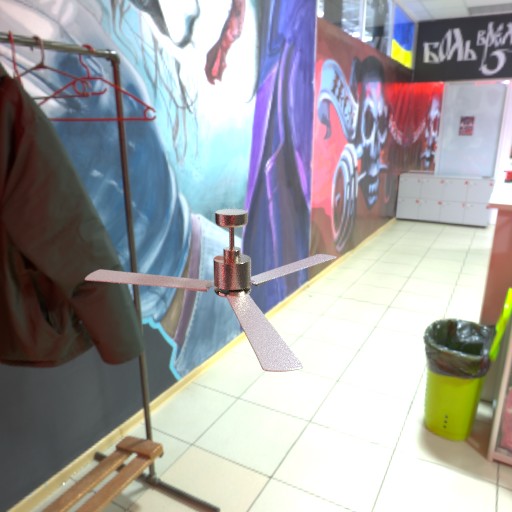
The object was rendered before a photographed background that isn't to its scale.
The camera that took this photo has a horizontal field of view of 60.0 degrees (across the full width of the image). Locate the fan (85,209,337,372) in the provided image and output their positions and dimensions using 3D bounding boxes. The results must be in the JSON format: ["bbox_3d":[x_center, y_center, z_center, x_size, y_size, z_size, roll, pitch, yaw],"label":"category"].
[{"bbox_3d":[0.000,0.000,2.326,1.561,0.446,1.531,-9,18,-27],"label":"fan"}]
